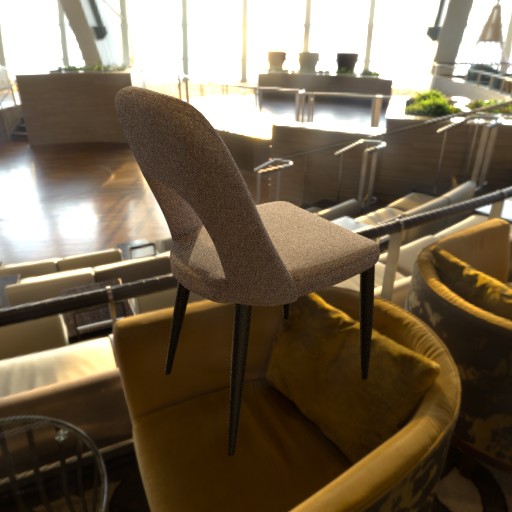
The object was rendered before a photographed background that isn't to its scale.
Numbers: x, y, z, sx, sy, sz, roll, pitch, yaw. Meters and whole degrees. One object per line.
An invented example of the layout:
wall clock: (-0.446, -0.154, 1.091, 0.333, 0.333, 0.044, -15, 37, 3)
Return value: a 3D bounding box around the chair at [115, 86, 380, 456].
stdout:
chair: (0.000, 0.000, 1.260, 0.612, 0.931, 0.470, -18, 32, -31)
